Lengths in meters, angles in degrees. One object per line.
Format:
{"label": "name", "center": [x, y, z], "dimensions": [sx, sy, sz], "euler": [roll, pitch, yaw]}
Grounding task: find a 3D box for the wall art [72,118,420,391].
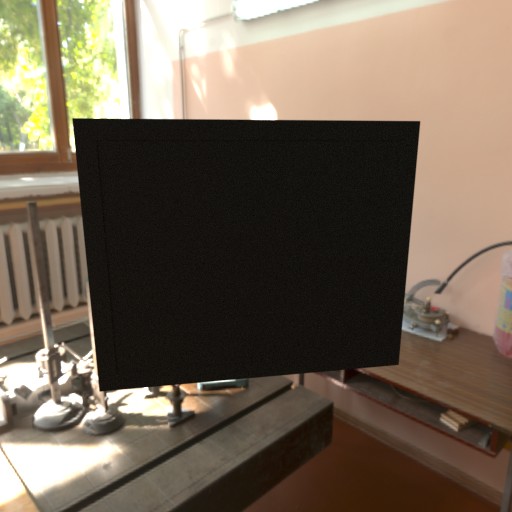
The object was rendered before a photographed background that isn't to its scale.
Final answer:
{"label": "wall art", "center": [0.000, 0.000, 0.561], "dimensions": [0.404, 0.329, 0.024], "euler": [-2, 15, -10]}
